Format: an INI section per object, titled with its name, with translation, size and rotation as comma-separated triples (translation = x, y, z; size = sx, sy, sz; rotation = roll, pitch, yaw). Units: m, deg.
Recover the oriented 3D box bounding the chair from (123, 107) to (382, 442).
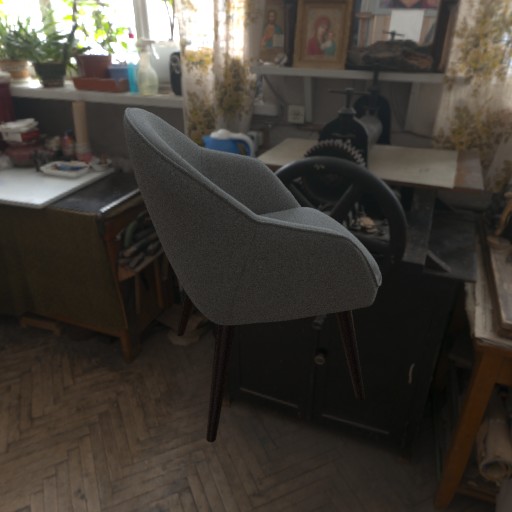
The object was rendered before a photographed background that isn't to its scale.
[chair]
translation = 0.000, 0.000, 1.244
size = 0.611, 0.810, 0.589
rotation = -9, 31, -16
